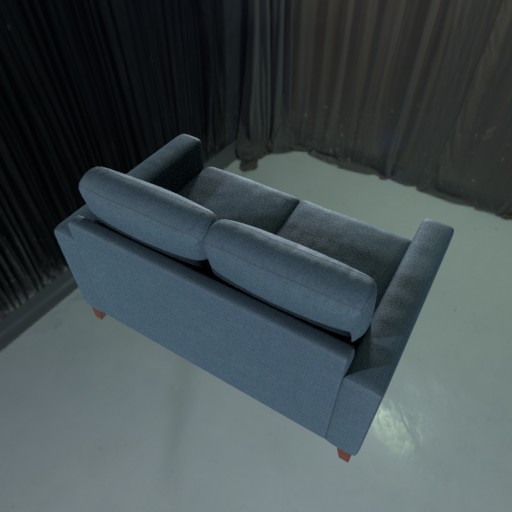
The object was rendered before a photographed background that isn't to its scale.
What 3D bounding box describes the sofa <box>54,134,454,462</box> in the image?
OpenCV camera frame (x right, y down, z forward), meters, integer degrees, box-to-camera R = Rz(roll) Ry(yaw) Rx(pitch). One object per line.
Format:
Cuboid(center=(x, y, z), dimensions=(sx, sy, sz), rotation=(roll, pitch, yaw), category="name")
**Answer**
Cuboid(center=(0.000, 0.000, 2.051), dimensions=(1.489, 0.903, 0.955), rotation=(24, 51, 21), category="sofa")
